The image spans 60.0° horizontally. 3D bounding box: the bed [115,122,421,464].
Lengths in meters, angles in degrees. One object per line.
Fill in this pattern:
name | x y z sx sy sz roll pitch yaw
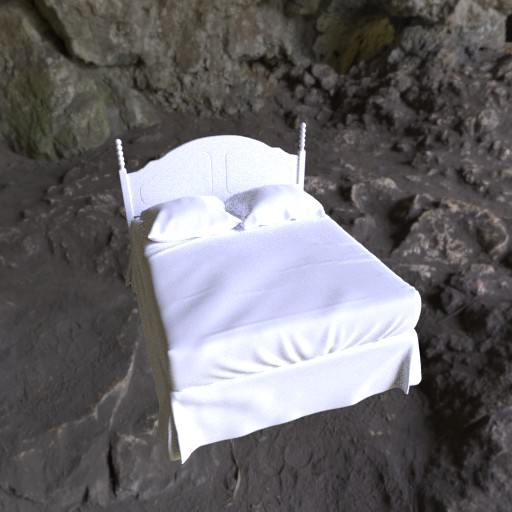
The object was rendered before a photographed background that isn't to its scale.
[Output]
bed | 0.000 0.000 3.245 1.873 1.356 2.040 -10 32 -17
